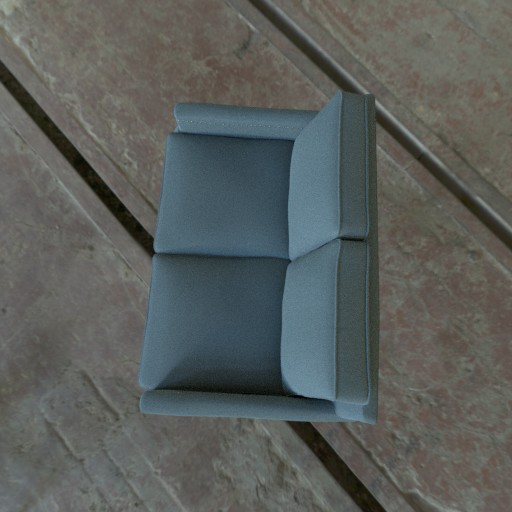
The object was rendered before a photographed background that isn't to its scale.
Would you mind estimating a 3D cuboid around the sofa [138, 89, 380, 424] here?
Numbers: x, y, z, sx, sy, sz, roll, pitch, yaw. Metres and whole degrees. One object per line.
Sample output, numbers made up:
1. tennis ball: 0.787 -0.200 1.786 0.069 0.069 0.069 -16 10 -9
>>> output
1. sofa: 0.000 0.000 2.294 1.084 1.003 1.597 3 76 1
